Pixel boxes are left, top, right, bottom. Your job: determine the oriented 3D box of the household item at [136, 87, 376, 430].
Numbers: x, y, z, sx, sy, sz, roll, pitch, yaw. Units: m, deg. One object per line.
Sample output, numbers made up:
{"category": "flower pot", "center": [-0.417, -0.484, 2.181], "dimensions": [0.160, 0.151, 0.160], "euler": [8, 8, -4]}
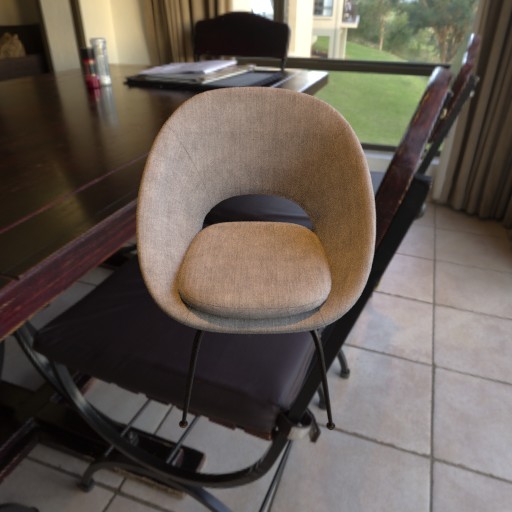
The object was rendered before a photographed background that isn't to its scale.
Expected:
{"category": "household item", "center": [0.000, 0.000, 1.330], "dimensions": [0.643, 0.869, 0.587], "euler": [0, 31, 1]}
